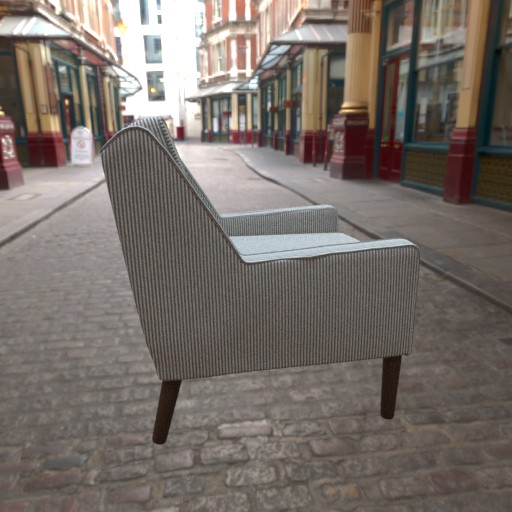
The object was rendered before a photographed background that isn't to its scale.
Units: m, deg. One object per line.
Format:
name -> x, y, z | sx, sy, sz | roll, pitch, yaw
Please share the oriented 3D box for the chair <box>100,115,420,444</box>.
chair -> 0.000, 0.000, 1.328 | 0.743, 0.792, 0.663 | -3, 15, -9
